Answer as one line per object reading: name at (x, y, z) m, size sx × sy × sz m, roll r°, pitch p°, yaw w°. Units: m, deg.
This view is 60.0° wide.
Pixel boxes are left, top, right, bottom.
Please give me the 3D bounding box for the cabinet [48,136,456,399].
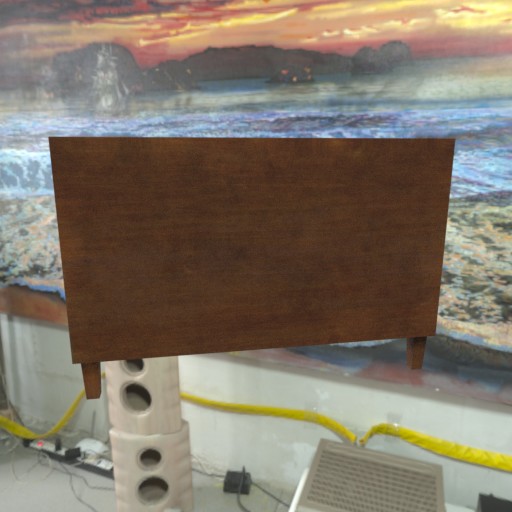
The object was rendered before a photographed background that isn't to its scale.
cabinet at (0.000, 0.000, 1.578) m, size 1.204 × 0.805 × 0.403 m, roll -2°, pitch 14°, yaw -10°
